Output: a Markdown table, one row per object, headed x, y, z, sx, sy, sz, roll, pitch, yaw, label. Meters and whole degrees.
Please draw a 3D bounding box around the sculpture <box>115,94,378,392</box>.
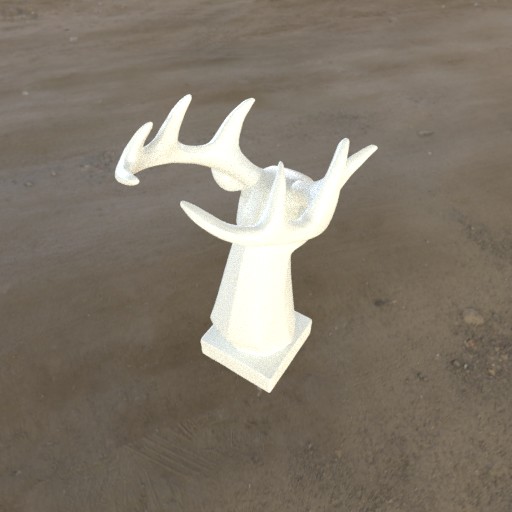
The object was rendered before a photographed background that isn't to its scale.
| x | y | z | sx | sy | sz | roll | pitch | yaw | label |
| --- | --- | --- | --- | --- | --- | --- | --- | --- | --- |
| 0.000 | 0.000 | 0.459 | 0.174 | 0.329 | 0.224 | 25 | 50 | 23 | sculpture |
